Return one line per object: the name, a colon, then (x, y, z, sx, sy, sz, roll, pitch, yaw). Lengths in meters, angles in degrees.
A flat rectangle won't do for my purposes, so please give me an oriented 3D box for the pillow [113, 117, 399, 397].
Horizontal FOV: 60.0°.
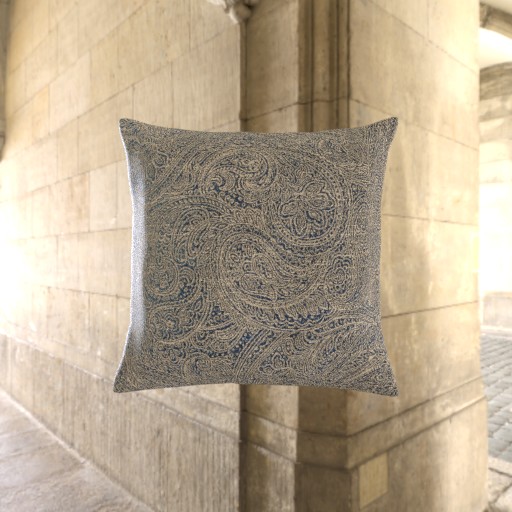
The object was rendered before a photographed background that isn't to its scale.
pillow: (0.000, 0.000, 0.813, 0.523, 0.510, 0.166, 0, 0, 1)
